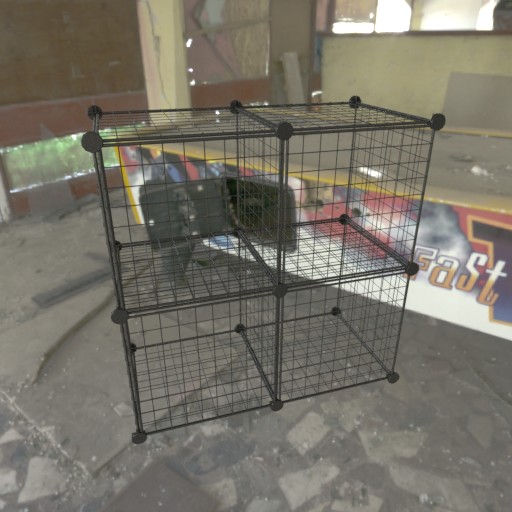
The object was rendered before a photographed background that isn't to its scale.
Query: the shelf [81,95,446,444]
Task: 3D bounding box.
[{"bbox_3d":[0.000,0.000,1.122,0.711,0.711,0.356,-8,27,-16],"label":"shelf"}]
